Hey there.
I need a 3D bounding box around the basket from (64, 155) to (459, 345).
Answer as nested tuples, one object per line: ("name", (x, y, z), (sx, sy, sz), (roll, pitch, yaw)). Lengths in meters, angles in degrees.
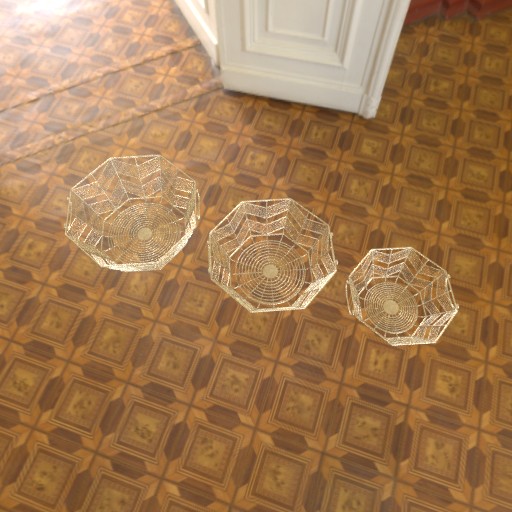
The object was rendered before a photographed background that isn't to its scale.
("basket", (0.000, 0.000, 1.411), (1.246, 0.178, 0.432), (16, 65, 8))
